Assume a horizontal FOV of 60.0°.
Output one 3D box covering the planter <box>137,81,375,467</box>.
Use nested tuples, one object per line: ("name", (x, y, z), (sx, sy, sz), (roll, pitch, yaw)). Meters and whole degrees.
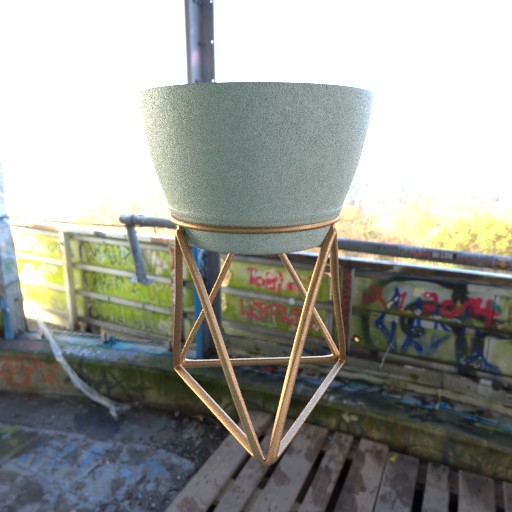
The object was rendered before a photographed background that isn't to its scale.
("planter", (0.000, 0.000, 0.738), (0.350, 0.504, 0.350), (7, 17, 26))
